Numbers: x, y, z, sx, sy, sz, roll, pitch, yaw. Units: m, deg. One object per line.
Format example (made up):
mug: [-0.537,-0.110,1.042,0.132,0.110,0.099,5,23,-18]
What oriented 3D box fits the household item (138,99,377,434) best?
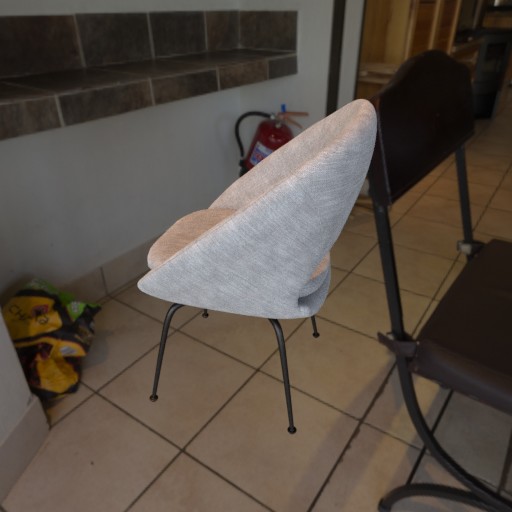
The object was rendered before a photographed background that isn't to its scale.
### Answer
household item: [0.000,0.000,1.296,0.587,0.869,0.643,8,31,14]
